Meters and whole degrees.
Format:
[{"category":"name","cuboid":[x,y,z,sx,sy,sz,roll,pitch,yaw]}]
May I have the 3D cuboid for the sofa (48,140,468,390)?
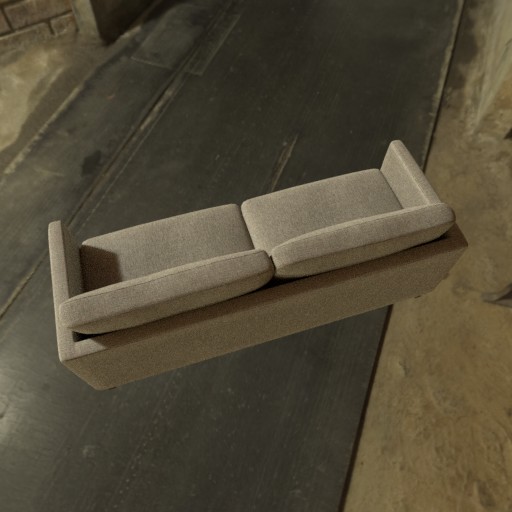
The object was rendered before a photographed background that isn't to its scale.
[{"category":"sofa","cuboid":[0.000,0.000,2.920,2.434,0.951,0.948,-15,61,-9]}]
